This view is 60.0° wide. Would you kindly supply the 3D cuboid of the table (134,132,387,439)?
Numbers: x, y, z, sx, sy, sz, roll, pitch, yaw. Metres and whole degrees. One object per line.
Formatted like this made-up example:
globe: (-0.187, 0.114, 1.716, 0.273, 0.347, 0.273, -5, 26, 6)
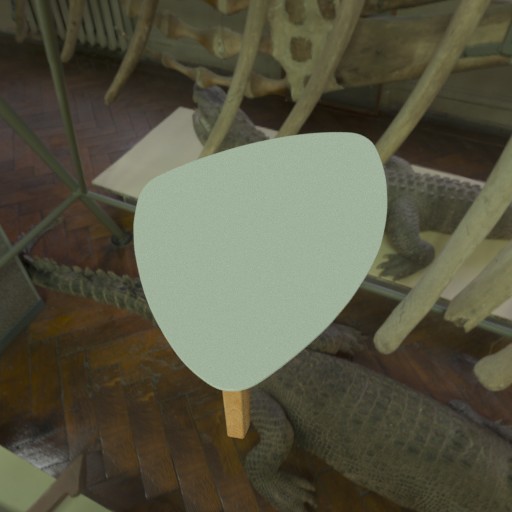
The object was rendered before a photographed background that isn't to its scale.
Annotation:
table: (0.000, 0.000, 1.668, 0.850, 0.440, 1.250, 18, 49, 16)
